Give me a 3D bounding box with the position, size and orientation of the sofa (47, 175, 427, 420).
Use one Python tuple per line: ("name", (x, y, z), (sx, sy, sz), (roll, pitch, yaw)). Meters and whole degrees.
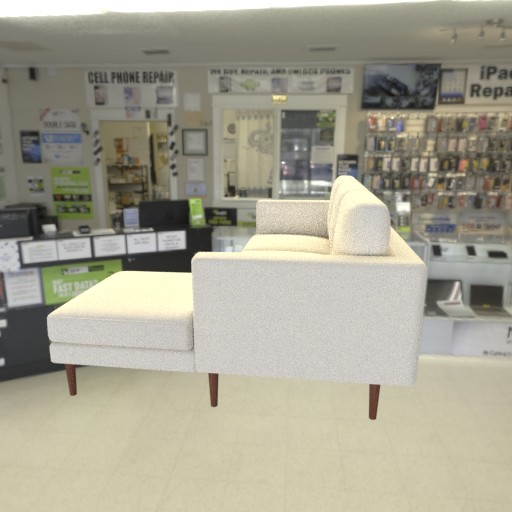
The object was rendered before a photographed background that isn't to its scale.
("sofa", (0.000, 0.000, 2.767), (1.580, 0.899, 2.029), (2, 14, 8))
